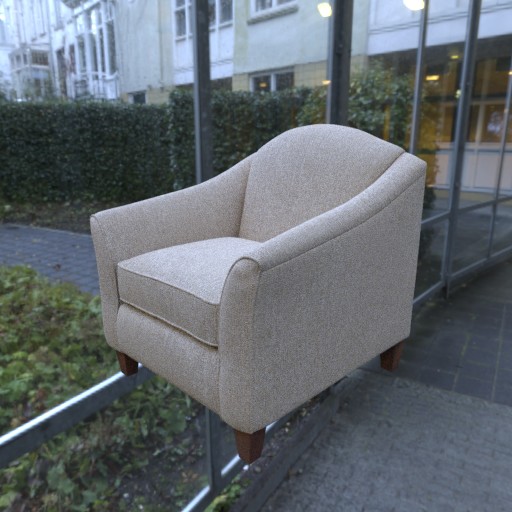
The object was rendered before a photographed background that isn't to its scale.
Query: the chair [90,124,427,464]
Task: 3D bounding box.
[{"bbox_3d":[0.000,0.000,1.450,0.763,0.839,0.787,15,21,43],"label":"chair"}]
